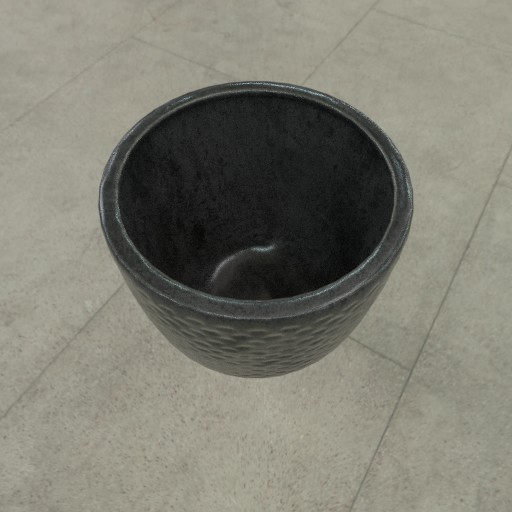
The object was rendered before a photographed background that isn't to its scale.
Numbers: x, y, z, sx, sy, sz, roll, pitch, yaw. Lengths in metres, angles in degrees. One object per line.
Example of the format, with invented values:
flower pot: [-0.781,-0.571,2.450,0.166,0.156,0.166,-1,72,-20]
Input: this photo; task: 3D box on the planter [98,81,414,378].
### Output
planter: [0.000,0.000,0.308,0.172,0.160,0.172,0,57,0]
